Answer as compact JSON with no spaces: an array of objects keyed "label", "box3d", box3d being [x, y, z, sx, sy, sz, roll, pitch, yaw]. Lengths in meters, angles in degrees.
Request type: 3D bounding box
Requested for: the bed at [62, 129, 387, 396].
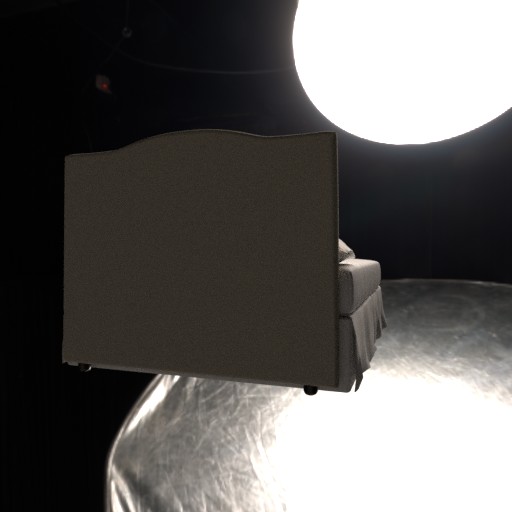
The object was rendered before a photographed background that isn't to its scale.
[{"label":"bed","box3d":[0.000,0.000,3.662,1.977,1.437,2.477,0,0,19]}]
